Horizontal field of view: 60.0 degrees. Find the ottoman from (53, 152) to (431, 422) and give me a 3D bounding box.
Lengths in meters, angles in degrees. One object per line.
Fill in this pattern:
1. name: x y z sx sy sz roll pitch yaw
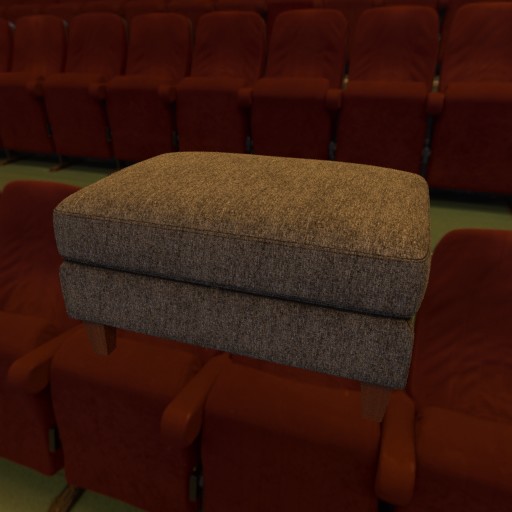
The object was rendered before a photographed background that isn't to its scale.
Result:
1. ottoman: 0.000 0.000 1.223 0.864 0.483 0.584 8 27 17
